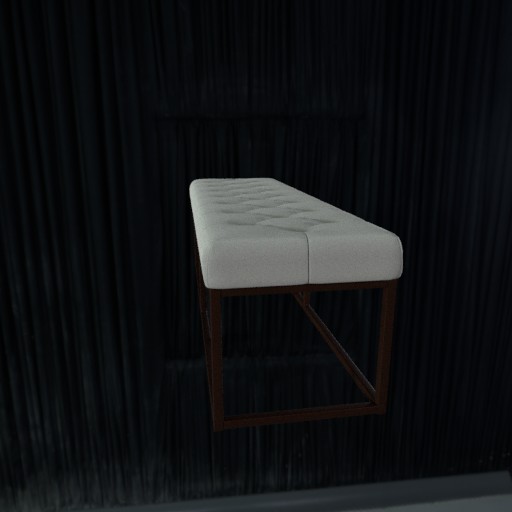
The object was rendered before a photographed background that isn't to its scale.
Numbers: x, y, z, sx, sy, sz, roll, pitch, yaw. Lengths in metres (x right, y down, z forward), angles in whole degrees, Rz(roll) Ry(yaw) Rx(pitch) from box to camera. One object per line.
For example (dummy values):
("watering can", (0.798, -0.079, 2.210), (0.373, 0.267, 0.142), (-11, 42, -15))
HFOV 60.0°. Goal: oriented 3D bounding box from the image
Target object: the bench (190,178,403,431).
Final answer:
("bench", (0.000, 0.000, 1.757), (0.479, 0.488, 1.488), (-2, 15, -9))
